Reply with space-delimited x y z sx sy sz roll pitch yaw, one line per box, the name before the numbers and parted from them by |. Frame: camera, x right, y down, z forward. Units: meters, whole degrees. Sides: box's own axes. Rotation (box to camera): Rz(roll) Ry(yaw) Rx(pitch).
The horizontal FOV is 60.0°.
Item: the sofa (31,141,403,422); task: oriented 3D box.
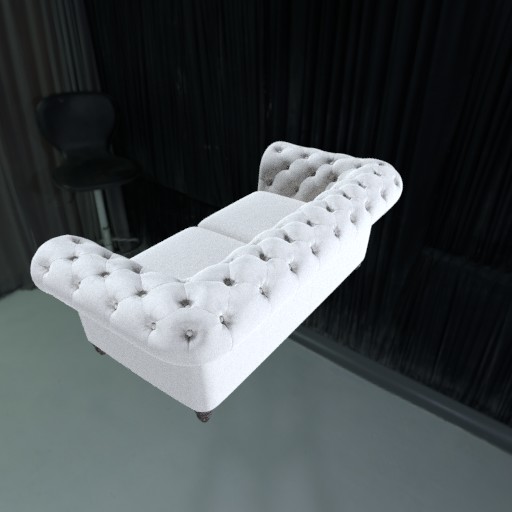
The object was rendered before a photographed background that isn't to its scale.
sofa | 0.000 0.000 2.465 0.986 0.764 1.998 21 37 30
